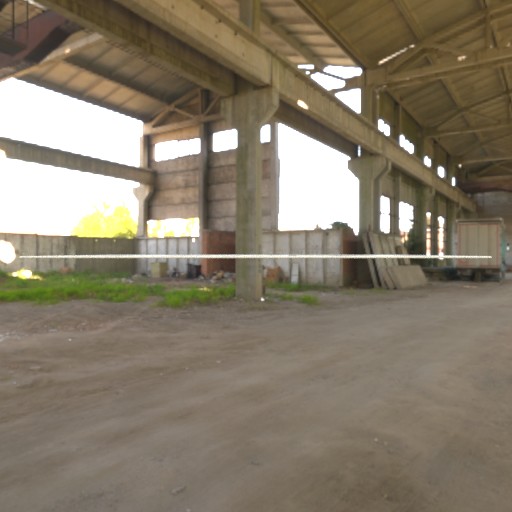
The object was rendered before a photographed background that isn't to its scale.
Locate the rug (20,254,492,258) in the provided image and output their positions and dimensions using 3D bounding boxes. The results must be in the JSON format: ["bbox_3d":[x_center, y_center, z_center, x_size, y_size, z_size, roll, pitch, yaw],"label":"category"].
[{"bbox_3d":[0.000,0.000,2.317,1.827,0.008,1.225,0,0,0],"label":"rug"}]
